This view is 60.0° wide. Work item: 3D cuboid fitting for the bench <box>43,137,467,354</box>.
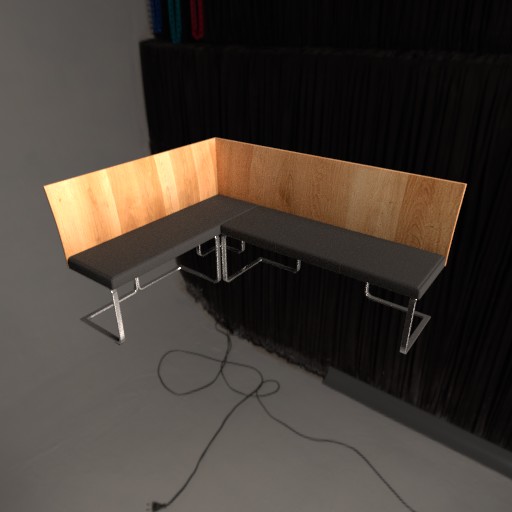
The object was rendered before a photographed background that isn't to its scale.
[{"bbox_3d":[0.000,0.000,2.779,1.945,0.930,1.495,19,33,32],"label":"bench"}]
